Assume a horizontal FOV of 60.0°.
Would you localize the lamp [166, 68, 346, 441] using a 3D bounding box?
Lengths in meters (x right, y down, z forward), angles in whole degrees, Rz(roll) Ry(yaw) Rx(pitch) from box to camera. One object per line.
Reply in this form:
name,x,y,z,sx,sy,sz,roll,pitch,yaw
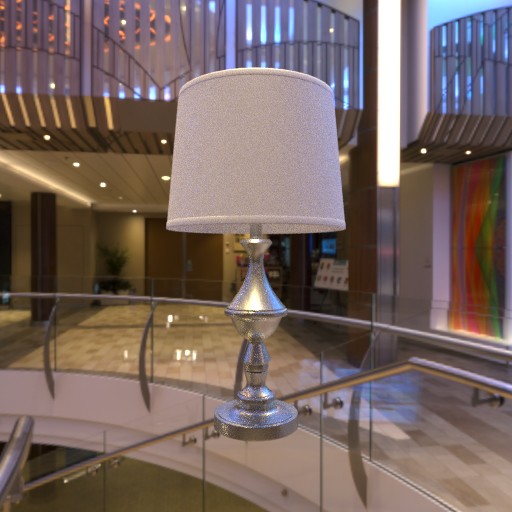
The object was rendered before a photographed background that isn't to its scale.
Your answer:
lamp,0.000,0.000,0.966,0.383,0.733,0.383,0,0,0
